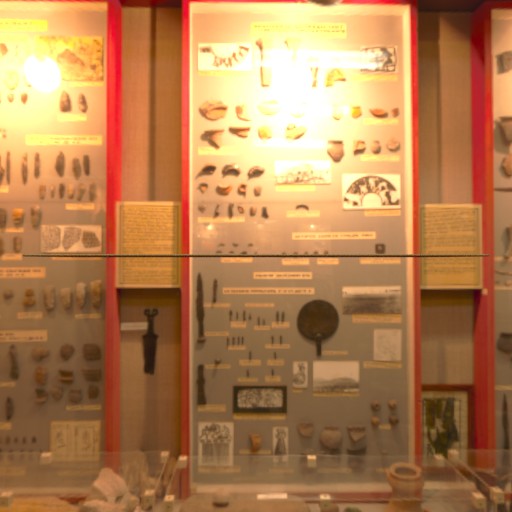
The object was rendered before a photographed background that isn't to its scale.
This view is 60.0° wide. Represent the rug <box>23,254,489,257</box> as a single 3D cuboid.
[{"bbox_3d":[0.000,0.000,2.693,2.448,0.012,0.769,0,0,0],"label":"rug"}]
